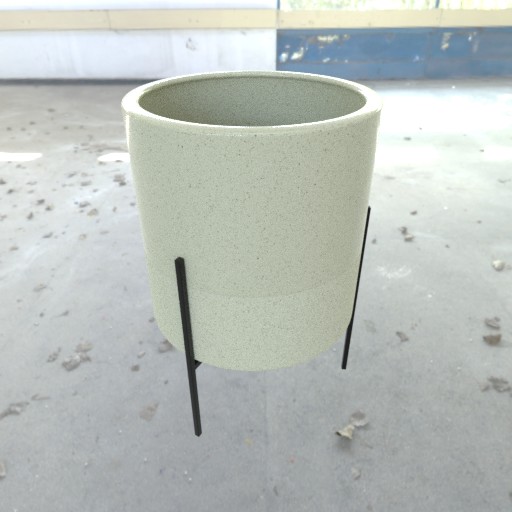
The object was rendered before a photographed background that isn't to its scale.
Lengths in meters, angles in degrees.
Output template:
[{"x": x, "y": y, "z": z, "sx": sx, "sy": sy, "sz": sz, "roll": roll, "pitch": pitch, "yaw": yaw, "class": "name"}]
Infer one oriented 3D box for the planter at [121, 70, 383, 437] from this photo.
[{"x": 0.000, "y": 0.000, "z": 0.672, "sx": 0.323, "sy": 0.475, "sz": 0.314, "roll": 1, "pitch": 33, "yaw": 1, "class": "planter"}]
